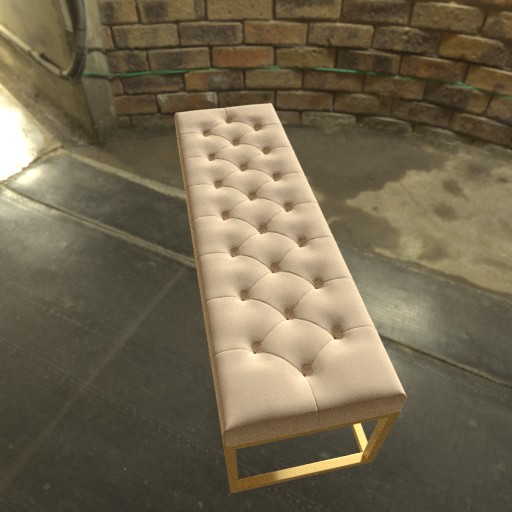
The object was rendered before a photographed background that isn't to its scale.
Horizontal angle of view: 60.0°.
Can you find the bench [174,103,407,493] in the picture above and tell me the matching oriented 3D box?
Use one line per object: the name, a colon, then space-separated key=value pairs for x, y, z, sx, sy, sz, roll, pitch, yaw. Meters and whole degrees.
bench: x=0.000 y=0.000 z=1.694 sx=0.457 sy=0.484 sz=1.473 roll=-8 pitch=48 yaw=-8
